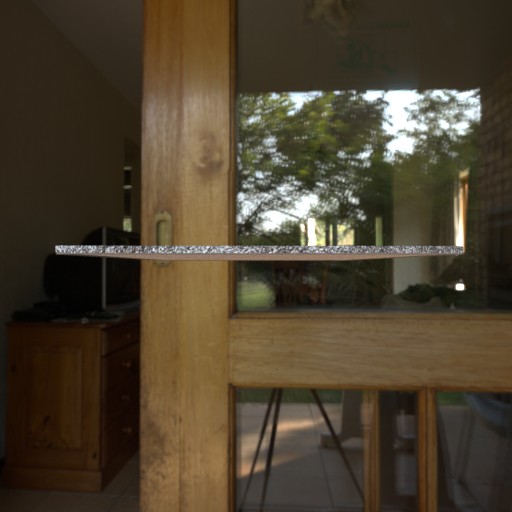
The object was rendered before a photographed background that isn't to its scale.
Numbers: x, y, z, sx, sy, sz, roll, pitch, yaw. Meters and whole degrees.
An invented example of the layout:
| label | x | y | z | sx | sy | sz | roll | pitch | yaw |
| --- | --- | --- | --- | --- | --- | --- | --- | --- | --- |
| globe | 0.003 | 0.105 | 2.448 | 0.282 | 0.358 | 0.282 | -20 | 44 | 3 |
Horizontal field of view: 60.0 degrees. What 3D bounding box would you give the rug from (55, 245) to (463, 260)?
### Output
| label | x | y | z | sx | sy | sz | roll | pitch | yaw |
| --- | --- | --- | --- | --- | --- | --- | --- | --- | --- |
| rug | 0.000 | 0.000 | 2.093 | 1.198 | 0.025 | 1.601 | 0 | -1 | -1 |
